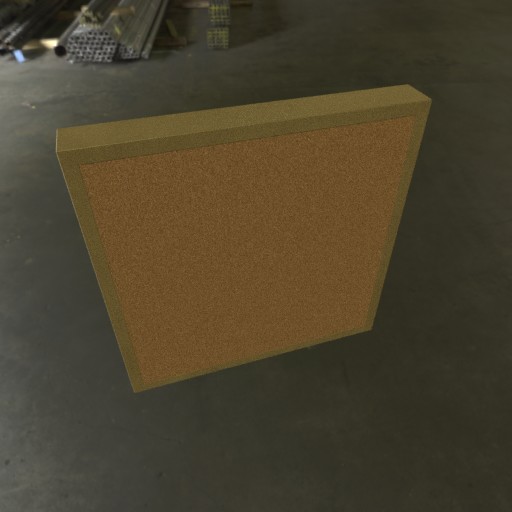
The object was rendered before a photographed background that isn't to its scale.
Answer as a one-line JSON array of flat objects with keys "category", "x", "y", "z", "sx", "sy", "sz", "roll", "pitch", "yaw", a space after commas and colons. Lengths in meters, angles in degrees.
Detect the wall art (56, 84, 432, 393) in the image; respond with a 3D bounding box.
[{"category": "wall art", "x": 0.000, "y": 0.000, "z": 0.457, "sx": 0.305, "sy": 0.305, "sz": 0.038, "roll": -12, "pitch": 42, "yaw": -13}]
